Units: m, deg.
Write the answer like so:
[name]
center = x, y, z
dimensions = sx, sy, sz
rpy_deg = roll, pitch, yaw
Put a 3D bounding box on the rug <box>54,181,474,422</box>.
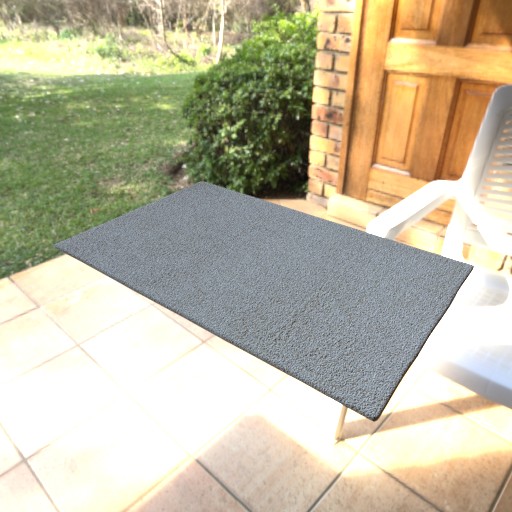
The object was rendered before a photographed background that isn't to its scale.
[rug]
center = 0.000, 0.000, 3.011
dimensions = 2.438, 0.030, 1.524
rpy_deg = 22, 37, 31
